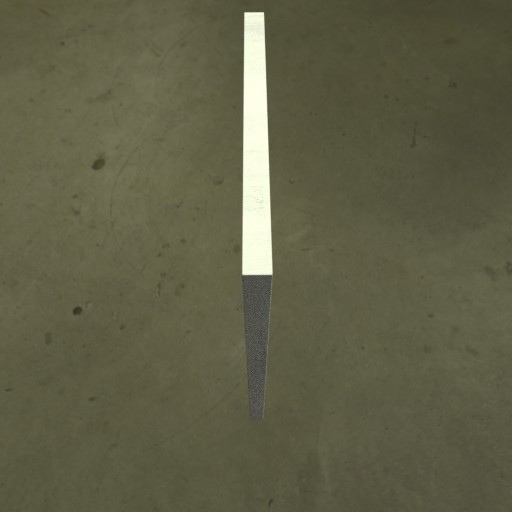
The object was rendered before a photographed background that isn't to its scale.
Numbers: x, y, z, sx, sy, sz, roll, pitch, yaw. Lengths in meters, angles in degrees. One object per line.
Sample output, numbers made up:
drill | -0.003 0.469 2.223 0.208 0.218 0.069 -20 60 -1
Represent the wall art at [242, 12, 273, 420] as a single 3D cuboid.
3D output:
wall art | 0.000 0.000 1.144 0.043 0.914 0.624 0 58 0
